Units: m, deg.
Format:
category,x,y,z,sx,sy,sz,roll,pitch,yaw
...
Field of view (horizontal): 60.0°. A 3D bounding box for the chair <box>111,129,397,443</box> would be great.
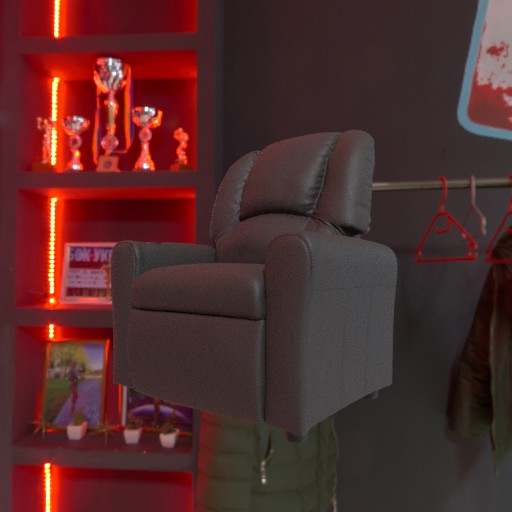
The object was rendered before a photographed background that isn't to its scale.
category,x,y,z,sx,sy,sz,roll,pitch,yaw
chair,0.000,0.000,1.143,0.610,0.709,0.521,-1,-2,37
